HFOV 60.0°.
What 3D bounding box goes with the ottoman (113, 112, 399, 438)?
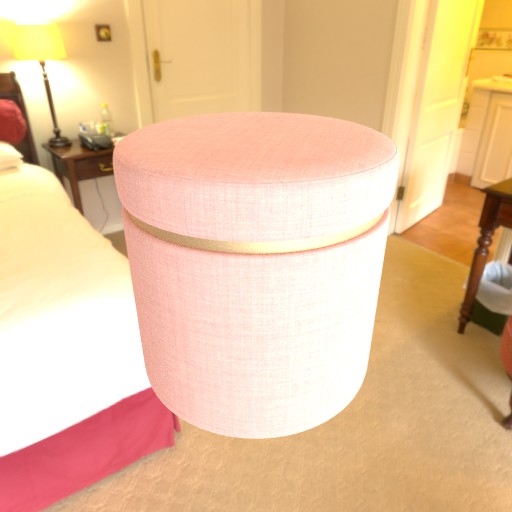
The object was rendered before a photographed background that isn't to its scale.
[{"bbox_3d":[0.000,0.000,0.722,0.400,0.406,0.400,0,28,0],"label":"ottoman"}]
